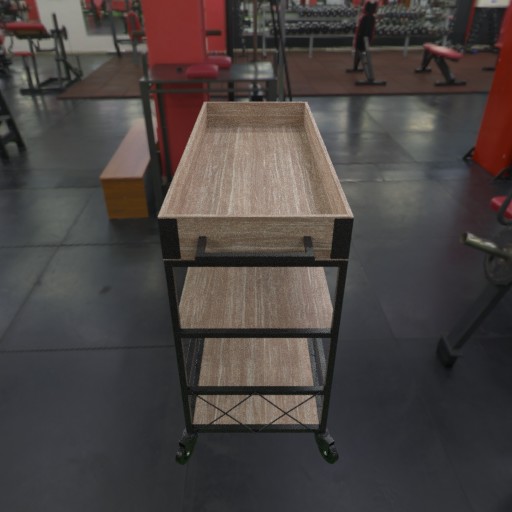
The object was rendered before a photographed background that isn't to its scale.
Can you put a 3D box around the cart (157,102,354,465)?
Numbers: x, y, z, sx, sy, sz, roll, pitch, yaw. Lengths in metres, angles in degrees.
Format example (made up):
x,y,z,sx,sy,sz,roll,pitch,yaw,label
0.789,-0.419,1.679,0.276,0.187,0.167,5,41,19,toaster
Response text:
x,y,z,sx,sy,sz,roll,pitch,yaw,label
0.000,0.000,1.507,0.500,0.787,1.101,0,32,0,cart
